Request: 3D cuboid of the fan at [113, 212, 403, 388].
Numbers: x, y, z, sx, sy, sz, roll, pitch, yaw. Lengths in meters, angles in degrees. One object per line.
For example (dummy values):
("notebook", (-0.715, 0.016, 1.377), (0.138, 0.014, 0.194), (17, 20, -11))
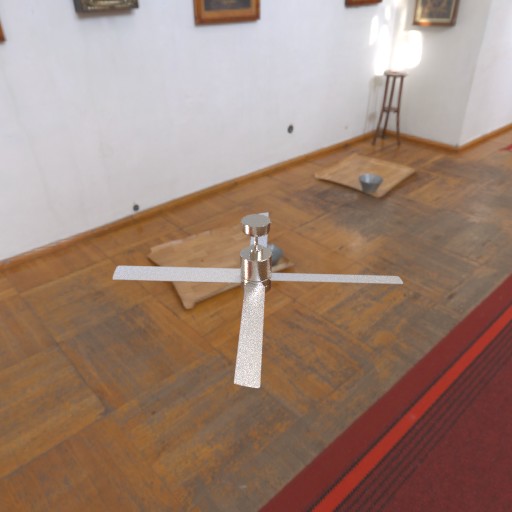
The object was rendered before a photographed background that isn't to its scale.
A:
("fan", (0.000, 0.000, 1.983), (1.322, 0.355, 1.322), (1, 31, 2))
